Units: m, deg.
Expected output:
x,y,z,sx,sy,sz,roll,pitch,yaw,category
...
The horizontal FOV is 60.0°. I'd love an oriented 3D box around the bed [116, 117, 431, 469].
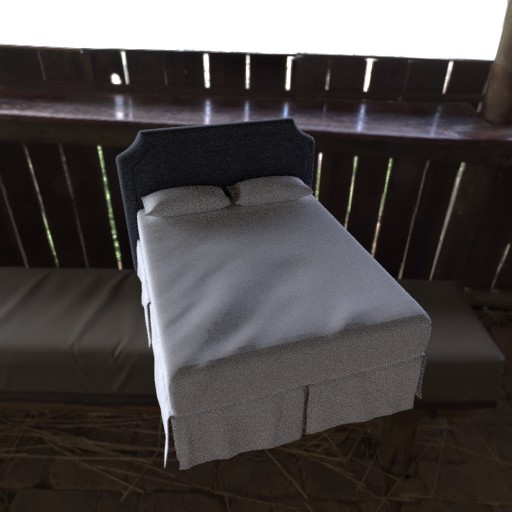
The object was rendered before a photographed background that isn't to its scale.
x,y,z,sx,sy,sz,roll,pitch,yaw,category
0.000,0.000,3.112,1.693,1.290,2.116,-9,34,-14,bed
